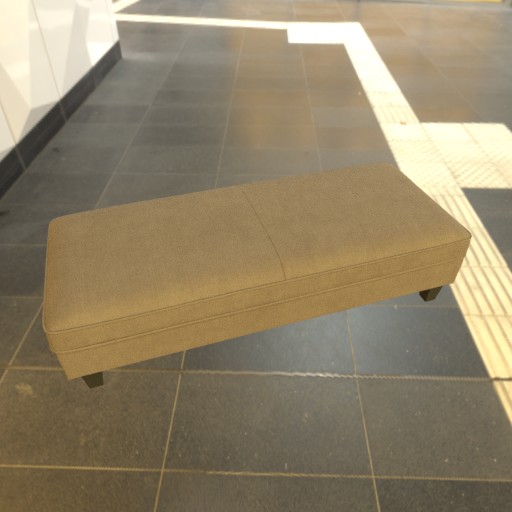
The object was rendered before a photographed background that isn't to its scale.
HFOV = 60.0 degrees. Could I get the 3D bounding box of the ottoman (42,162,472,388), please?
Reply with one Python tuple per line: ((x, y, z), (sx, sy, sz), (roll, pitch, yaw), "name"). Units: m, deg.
((0.000, 0.000, 2.062), (1.764, 0.470, 0.751), (-12, 42, -14), "ottoman")
